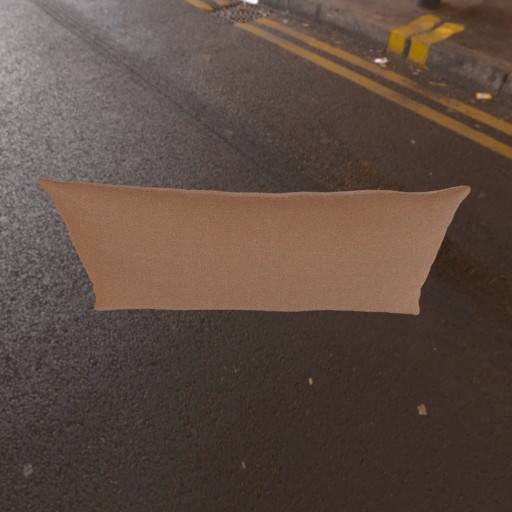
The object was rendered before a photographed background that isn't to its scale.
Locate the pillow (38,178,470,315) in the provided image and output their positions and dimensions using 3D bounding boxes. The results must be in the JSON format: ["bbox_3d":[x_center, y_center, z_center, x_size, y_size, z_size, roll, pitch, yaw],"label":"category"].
[{"bbox_3d":[0.000,0.000,0.724,0.612,0.308,0.148,1,48,1],"label":"pillow"}]
